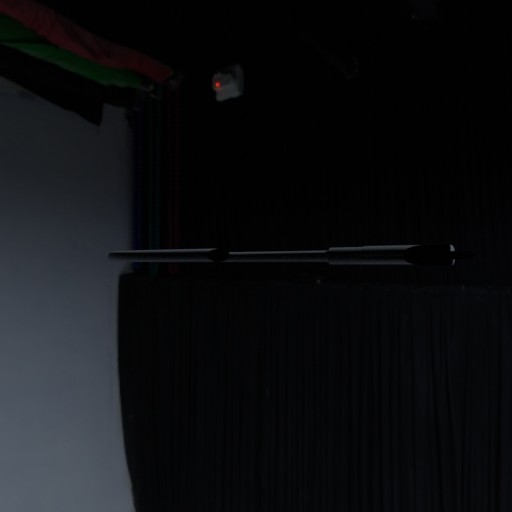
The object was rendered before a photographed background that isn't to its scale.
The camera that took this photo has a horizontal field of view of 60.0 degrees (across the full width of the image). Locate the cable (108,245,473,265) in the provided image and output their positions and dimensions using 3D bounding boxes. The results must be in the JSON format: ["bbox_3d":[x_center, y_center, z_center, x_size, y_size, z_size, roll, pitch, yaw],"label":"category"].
[{"bbox_3d":[0.000,0.000,0.112,0.098,0.005,0.041,-1,-1,36],"label":"cable"}]
